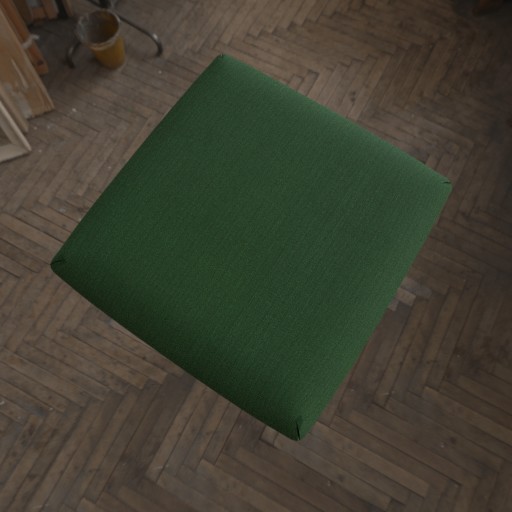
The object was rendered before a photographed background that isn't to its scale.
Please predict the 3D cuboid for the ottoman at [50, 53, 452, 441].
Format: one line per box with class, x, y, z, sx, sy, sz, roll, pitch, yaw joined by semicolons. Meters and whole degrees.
ottoman;0.000;0.000;0.911;0.497;0.475;0.507;33;77;9
